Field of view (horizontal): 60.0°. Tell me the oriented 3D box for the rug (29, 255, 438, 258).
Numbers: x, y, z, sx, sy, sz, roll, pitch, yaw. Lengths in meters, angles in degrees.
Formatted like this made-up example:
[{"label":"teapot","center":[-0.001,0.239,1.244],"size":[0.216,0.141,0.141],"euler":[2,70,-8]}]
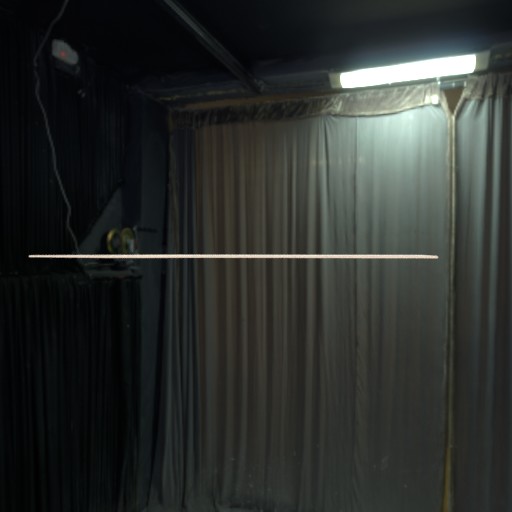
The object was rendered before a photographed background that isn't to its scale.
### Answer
[{"label":"rug","center":[0.000,0.000,4.003],"size":[2.895,0.018,2.288],"euler":[0,0,18]}]
